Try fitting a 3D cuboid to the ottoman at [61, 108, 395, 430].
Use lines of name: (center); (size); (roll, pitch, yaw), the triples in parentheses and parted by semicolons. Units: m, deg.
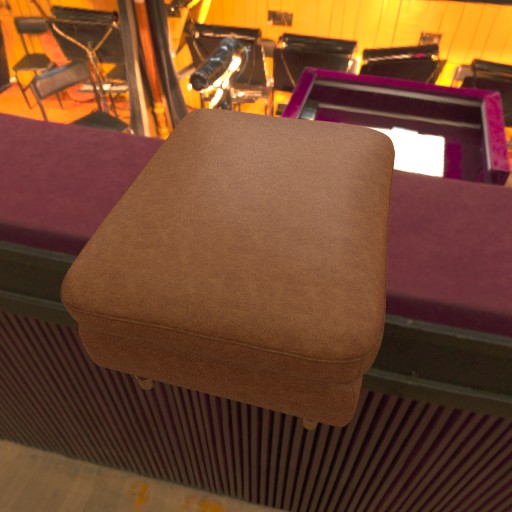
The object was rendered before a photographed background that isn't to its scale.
ottoman: (0.000, 0.000, 1.110); (0.593, 0.478, 0.747); (10, 47, 10)
